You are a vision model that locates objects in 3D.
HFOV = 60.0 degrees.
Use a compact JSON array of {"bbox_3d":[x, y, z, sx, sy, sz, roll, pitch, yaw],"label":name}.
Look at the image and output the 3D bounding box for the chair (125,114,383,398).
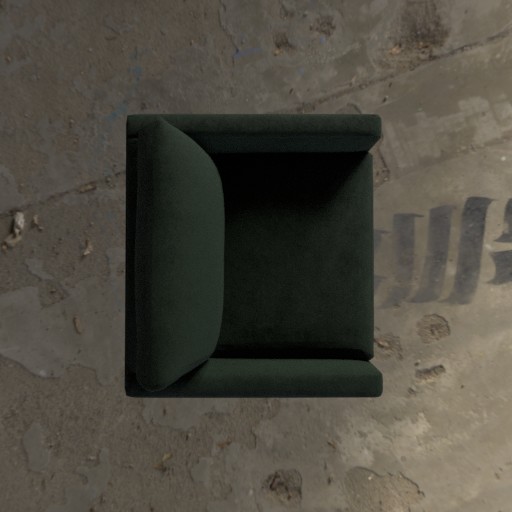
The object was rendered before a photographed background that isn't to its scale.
[{"bbox_3d":[0.000,0.000,1.643,0.866,0.861,0.963,0,89,0],"label":"chair"}]
